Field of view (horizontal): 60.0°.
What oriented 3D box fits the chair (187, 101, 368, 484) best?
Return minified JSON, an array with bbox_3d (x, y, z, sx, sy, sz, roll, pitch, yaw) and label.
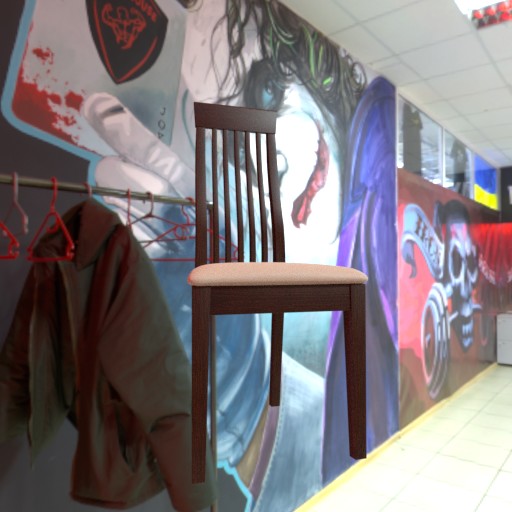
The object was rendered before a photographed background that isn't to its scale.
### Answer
[{"bbox_3d":[0.000,0.000,1.278,0.460,1.027,0.474,0,-1,-17],"label":"chair"}]
